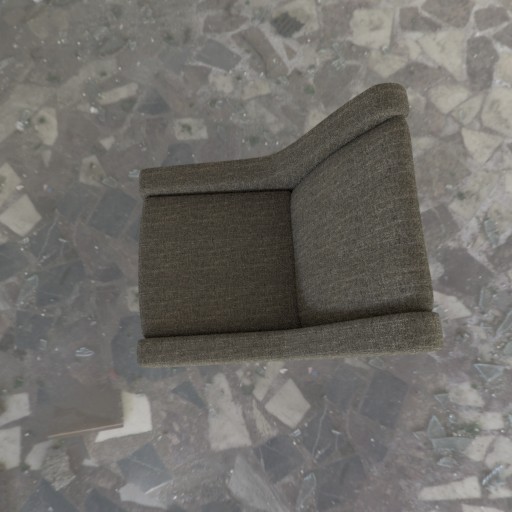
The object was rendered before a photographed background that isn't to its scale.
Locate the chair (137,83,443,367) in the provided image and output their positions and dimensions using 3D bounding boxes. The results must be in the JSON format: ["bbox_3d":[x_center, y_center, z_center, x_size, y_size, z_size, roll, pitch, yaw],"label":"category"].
[{"bbox_3d":[0.000,0.000,1.698,0.944,1.012,0.793,-3,77,-1],"label":"chair"}]
